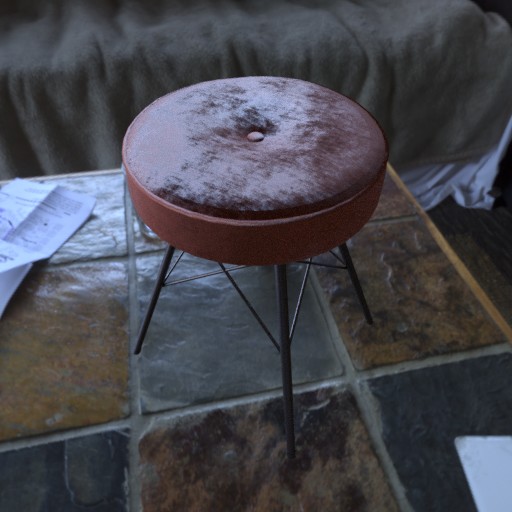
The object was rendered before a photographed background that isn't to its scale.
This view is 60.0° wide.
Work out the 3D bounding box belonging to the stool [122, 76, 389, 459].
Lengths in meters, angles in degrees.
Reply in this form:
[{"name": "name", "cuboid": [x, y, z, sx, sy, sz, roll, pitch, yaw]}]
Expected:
[{"name": "stool", "cuboid": [0.000, 0.000, 0.896, 0.457, 0.593, 0.421, 26, 52, 22]}]
